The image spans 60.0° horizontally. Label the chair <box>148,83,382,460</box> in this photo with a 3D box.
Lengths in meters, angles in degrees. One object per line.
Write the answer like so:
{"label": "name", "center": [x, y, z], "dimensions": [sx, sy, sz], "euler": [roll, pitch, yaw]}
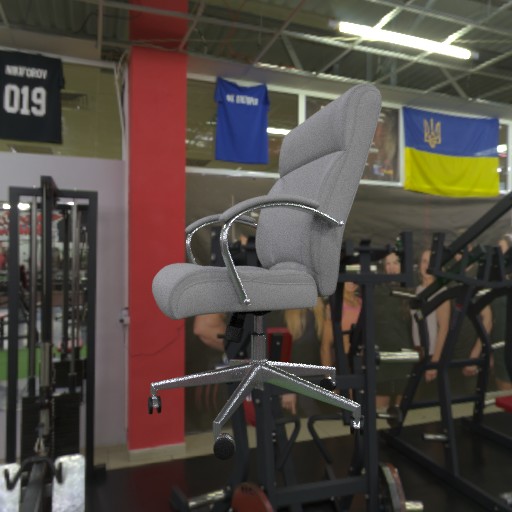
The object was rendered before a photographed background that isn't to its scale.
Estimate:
{"label": "chair", "center": [0.000, 0.000, 1.591], "dimensions": [0.745, 1.099, 0.727], "euler": [0, 0, -18]}
